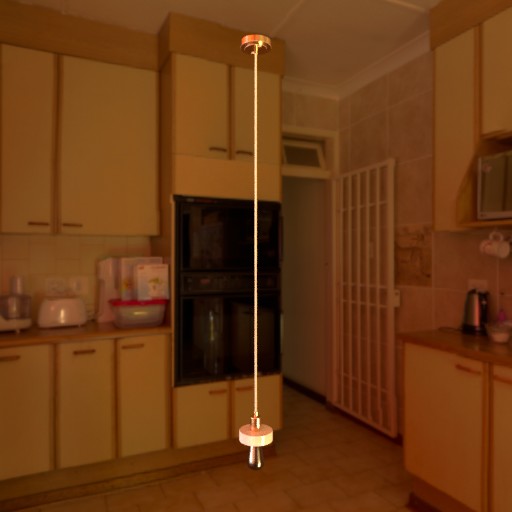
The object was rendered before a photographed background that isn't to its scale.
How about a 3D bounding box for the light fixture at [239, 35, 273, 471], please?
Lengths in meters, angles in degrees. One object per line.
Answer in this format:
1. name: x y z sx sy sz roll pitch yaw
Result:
1. light fixture: 0.000 0.000 1.726 0.129 1.669 0.129 0 0 35
